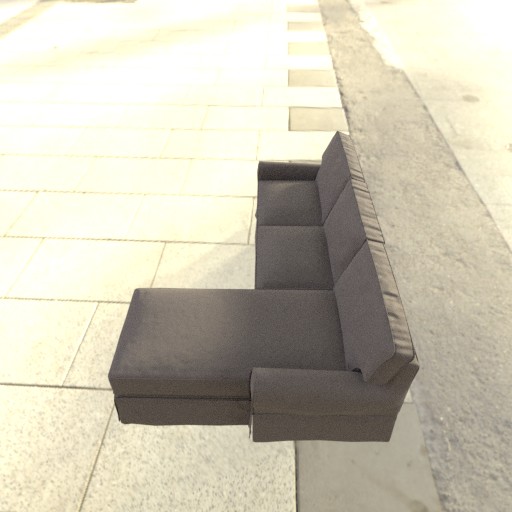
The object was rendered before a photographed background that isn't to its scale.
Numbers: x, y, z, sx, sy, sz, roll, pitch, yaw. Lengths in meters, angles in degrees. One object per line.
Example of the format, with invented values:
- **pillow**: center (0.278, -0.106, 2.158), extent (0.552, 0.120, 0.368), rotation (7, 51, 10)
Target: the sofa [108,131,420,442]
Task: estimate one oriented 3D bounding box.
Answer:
- **sofa**: center (0.000, 0.000, 3.361), extent (1.733, 0.978, 2.475), rotation (1, 41, 1)
